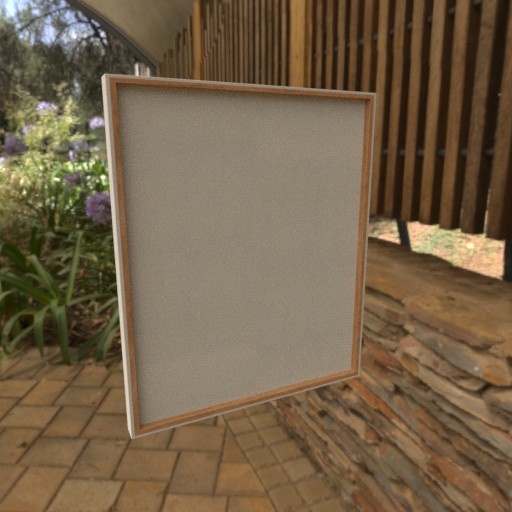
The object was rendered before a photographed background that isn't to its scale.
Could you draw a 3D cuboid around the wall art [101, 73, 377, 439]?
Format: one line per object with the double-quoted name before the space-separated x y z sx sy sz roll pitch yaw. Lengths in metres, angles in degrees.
"wall art" 0.000 0.000 0.839 0.508 0.606 0.037 -7 15 -26
